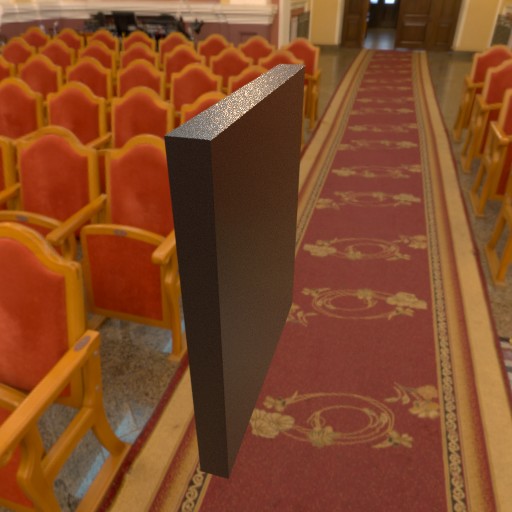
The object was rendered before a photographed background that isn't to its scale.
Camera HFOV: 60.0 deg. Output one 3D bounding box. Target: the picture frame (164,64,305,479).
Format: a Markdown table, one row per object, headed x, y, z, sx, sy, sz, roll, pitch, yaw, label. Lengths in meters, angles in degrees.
| x | y | z | sx | sy | sz | roll | pitch | yaw | label |
| --- | --- | --- | --- | --- | --- | --- | --- | --- | --- |
| 0.000 | 0.000 | 0.528 | 0.034 | 0.378 | 0.328 | 9 | 33 | 14 | picture frame |
